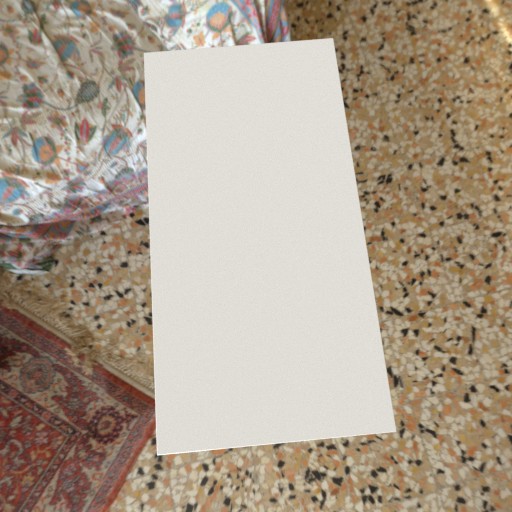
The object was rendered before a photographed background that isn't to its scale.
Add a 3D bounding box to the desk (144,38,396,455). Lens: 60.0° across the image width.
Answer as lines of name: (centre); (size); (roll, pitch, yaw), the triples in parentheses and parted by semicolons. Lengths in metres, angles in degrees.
desk: (0.000, 0.000, 1.525); (0.560, 0.735, 1.097); (-5, 75, -1)
